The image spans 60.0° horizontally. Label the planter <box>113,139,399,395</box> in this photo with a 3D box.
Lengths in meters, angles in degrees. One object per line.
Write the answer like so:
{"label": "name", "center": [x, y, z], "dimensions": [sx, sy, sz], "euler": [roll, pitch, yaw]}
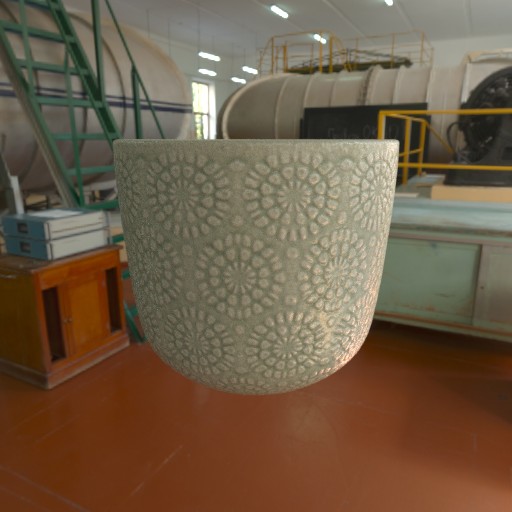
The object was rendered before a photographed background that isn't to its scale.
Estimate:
{"label": "planter", "center": [0.000, 0.000, 0.214], "dimensions": [0.124, 0.109, 0.124], "euler": [0, 15, 0]}
